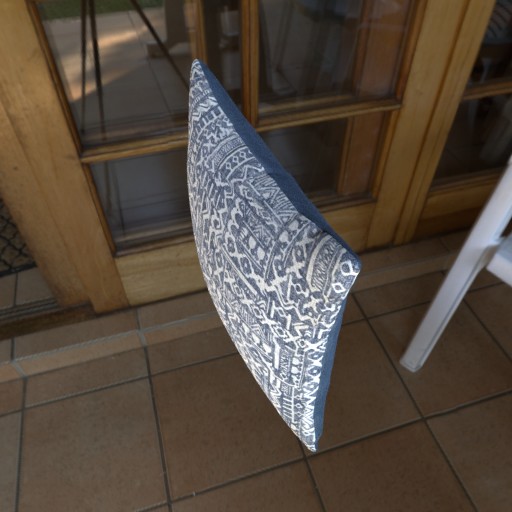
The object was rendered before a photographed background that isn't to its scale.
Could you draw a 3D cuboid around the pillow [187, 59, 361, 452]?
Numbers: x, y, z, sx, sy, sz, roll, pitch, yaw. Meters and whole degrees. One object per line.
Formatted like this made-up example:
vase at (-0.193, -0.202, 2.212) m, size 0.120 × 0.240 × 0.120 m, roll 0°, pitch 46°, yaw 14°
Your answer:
pillow at (0.000, 0.000, 0.779) m, size 0.180 × 0.487 × 0.546 m, roll -17°, pitch 49°, yaw -15°
